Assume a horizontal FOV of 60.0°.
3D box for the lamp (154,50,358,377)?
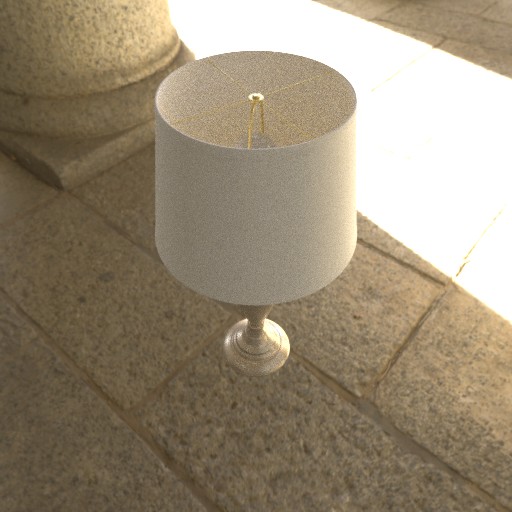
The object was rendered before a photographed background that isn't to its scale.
[{"bbox_3d":[0.000,0.000,0.786,0.328,0.612,0.328,0,47,0],"label":"lamp"}]
